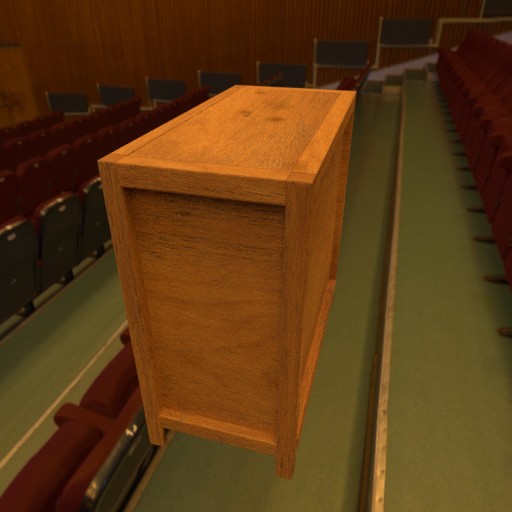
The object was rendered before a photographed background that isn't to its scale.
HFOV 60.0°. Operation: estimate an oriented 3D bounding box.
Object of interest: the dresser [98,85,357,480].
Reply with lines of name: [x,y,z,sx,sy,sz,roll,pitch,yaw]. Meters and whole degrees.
dresser: [0.000,0.000,1.303,0.427,0.804,0.804,8,32,14]
